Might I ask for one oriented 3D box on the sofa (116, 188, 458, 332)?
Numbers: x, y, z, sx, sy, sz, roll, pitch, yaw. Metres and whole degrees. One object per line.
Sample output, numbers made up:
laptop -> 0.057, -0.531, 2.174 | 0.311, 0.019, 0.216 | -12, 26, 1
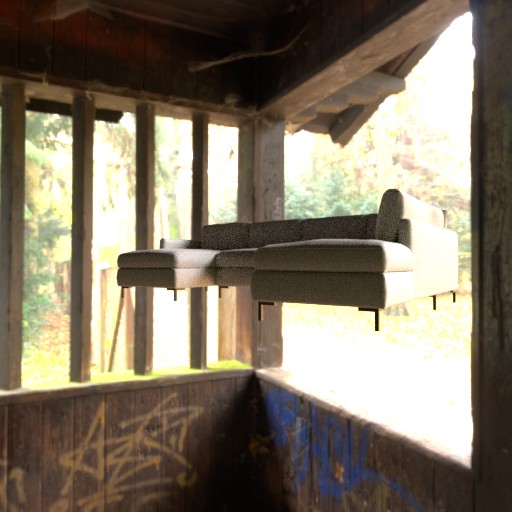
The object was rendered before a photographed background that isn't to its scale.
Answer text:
sofa -> 0.000, 0.000, 3.569 | 2.737, 0.756, 1.879 | -1, -1, 35
